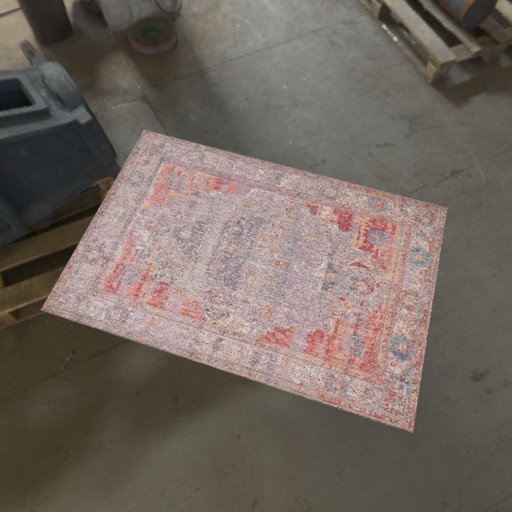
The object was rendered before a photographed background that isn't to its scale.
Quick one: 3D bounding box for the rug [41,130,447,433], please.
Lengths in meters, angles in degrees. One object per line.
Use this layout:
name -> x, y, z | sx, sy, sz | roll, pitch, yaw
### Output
rug -> 0.000, 0.000, 2.313 | 1.829, 0.005, 1.219 | 16, 64, 8
